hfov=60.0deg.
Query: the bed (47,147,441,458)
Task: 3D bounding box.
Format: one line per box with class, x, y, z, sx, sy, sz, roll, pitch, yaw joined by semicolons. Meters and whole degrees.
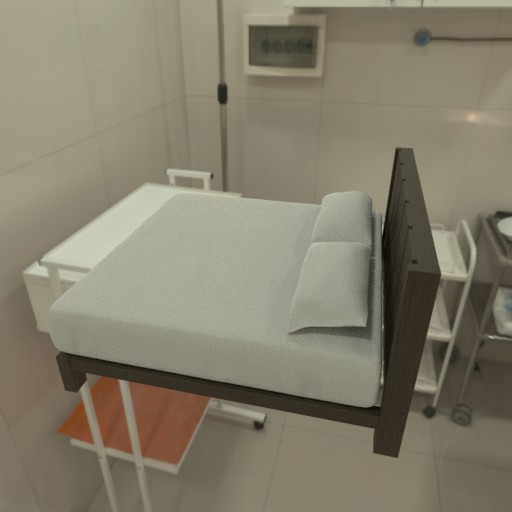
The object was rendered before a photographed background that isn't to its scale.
bed;0.000;0.000;3.428;2.238;1.261;2.143;7;30;12
